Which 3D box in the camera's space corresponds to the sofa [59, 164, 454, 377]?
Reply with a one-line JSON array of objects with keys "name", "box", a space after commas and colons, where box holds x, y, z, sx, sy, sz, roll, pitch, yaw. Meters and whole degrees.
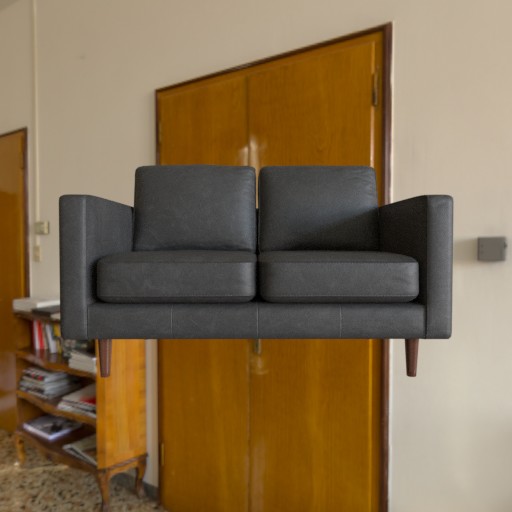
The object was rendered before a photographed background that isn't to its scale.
[{"name": "sofa", "box": [0.000, 0.000, 2.002, 1.430, 0.899, 0.879, 0, 2, 0]}]
